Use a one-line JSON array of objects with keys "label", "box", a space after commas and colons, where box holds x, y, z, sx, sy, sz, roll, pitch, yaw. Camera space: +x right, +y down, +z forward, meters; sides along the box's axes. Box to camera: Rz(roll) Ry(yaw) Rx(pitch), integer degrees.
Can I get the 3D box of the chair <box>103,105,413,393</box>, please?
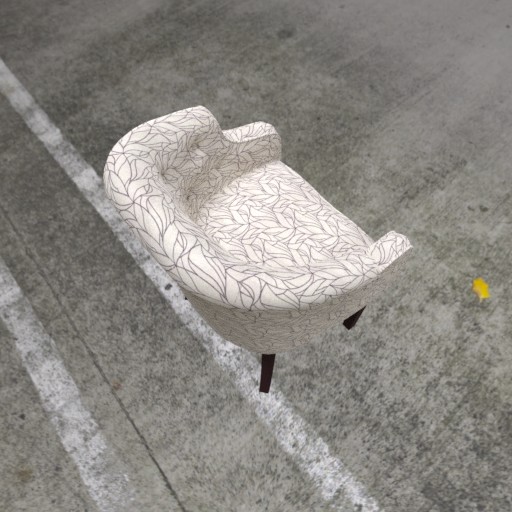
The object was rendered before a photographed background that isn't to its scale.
[{"label": "chair", "box": [0.000, 0.000, 1.305, 0.613, 0.858, 0.686, -35, 64, -20]}]
